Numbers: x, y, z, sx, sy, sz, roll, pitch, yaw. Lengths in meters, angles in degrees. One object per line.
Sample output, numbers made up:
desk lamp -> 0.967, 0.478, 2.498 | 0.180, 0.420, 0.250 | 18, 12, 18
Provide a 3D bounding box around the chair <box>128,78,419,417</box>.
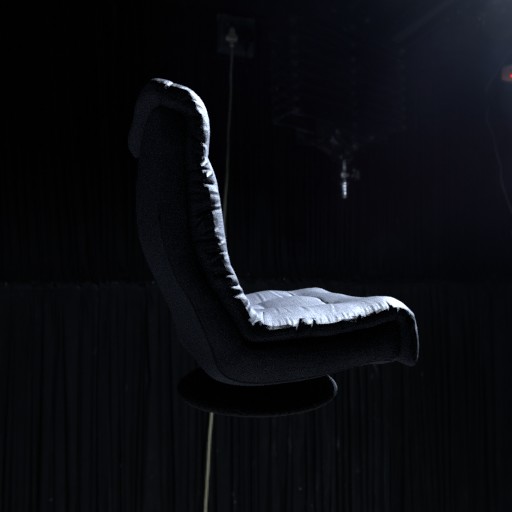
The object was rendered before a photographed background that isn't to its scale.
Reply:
chair -> 0.000, 0.000, 1.227 | 0.668, 0.749, 0.597 | 0, 0, -19
